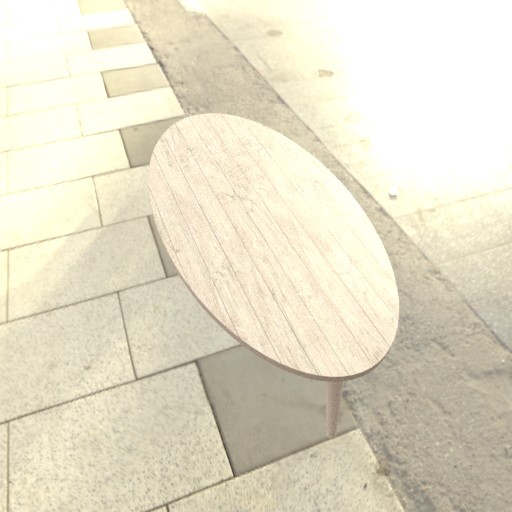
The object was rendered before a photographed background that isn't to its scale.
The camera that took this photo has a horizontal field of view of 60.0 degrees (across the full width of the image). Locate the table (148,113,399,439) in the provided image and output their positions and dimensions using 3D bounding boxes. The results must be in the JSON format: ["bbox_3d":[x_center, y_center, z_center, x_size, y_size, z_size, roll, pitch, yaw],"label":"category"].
[{"bbox_3d":[0.000,0.000,1.357,0.542,0.390,1.083,-17,49,-15],"label":"table"}]
